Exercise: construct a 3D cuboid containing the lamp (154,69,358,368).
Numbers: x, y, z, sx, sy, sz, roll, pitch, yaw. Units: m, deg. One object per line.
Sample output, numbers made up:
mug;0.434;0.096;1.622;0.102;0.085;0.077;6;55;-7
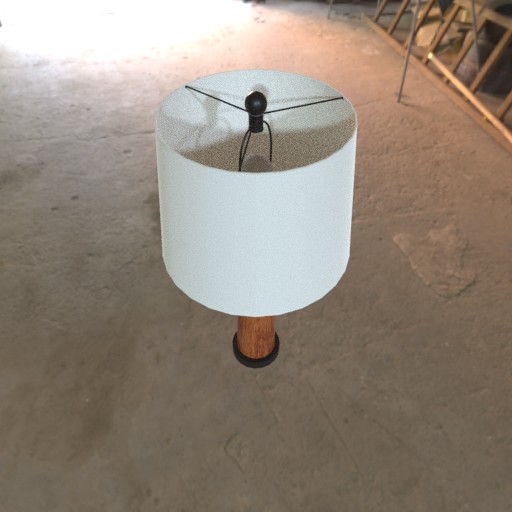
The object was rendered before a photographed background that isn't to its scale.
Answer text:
lamp;0.000;0.000;0.862;0.349;0.667;0.349;0;47;0
